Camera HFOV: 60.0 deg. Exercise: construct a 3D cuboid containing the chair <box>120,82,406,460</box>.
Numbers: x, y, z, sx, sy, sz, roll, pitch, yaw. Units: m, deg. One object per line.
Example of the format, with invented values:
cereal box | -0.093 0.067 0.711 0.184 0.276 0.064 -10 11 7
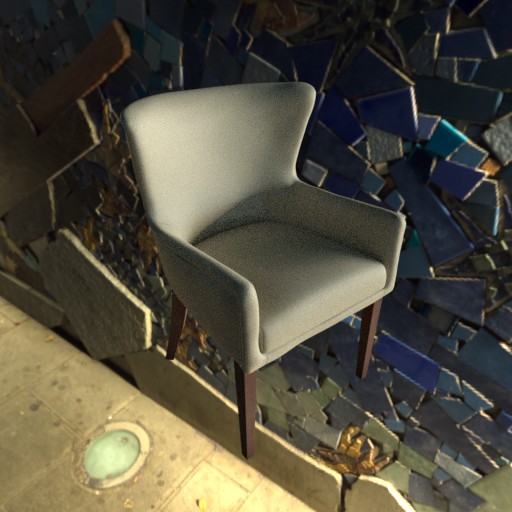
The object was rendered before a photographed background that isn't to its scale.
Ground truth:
chair | 0.000 0.000 1.429 0.660 0.952 0.686 -22 38 -32
